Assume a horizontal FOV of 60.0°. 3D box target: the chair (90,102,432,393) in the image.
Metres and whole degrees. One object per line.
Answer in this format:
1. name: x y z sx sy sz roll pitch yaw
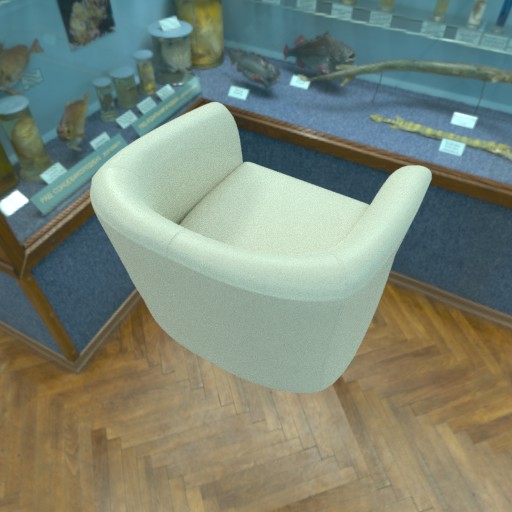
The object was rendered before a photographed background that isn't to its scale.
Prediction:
1. chair: 0.000 0.000 1.381 0.792 0.756 0.727 24 52 20
